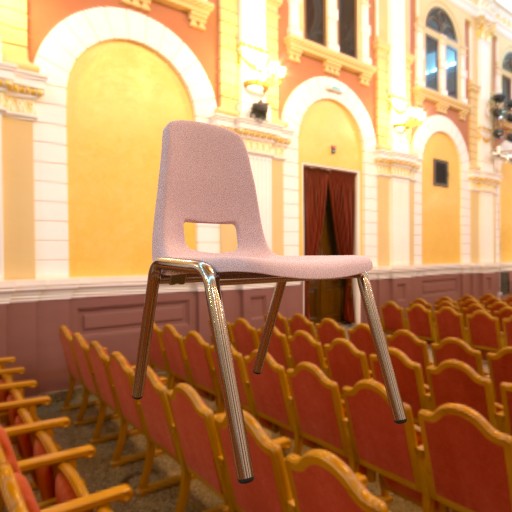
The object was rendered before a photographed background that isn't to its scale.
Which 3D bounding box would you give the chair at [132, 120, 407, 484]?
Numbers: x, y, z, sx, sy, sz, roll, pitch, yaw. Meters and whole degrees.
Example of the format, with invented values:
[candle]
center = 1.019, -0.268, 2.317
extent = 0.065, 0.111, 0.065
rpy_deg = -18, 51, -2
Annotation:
[chair]
center = 0.000, 0.000, 0.834
extent = 0.354, 0.586, 0.423
rpy_deg = -1, 1, -37
